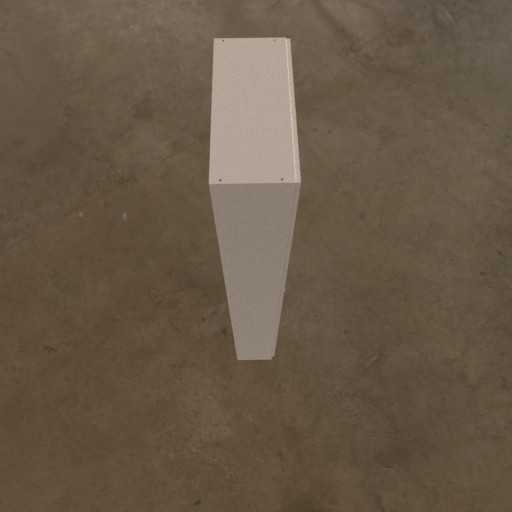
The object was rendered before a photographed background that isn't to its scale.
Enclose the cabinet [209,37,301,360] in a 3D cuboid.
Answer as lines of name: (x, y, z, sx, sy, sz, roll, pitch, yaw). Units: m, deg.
cabinet: (0.000, 0.000, 1.951, 0.230, 1.790, 0.500, -1, 64, 0)
